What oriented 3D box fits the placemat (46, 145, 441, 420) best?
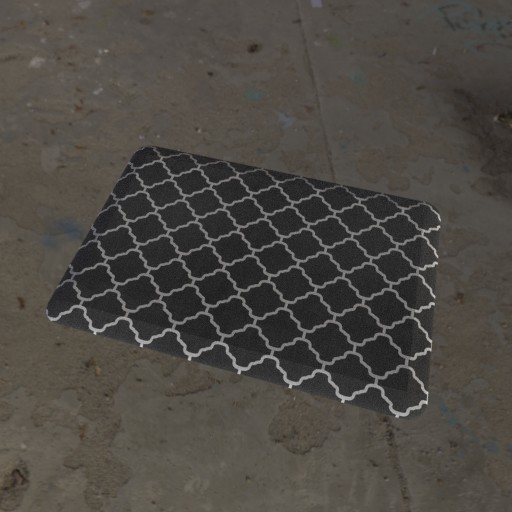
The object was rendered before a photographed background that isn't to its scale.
[{"bbox_3d":[0.000,0.000,0.957,0.762,0.021,0.508,13,59,8],"label":"placemat"}]
